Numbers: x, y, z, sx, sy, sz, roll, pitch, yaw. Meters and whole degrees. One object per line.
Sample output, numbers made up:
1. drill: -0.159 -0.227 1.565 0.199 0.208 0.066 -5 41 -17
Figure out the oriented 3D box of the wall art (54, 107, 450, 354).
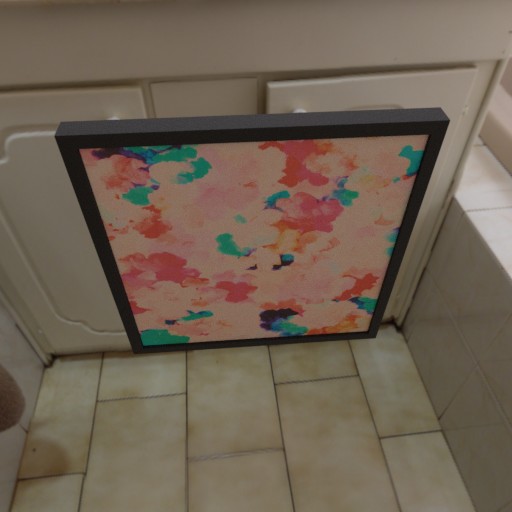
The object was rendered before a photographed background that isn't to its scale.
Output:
1. wall art: 0.000 0.000 0.757 0.506 0.503 0.036 -3 46 -3
